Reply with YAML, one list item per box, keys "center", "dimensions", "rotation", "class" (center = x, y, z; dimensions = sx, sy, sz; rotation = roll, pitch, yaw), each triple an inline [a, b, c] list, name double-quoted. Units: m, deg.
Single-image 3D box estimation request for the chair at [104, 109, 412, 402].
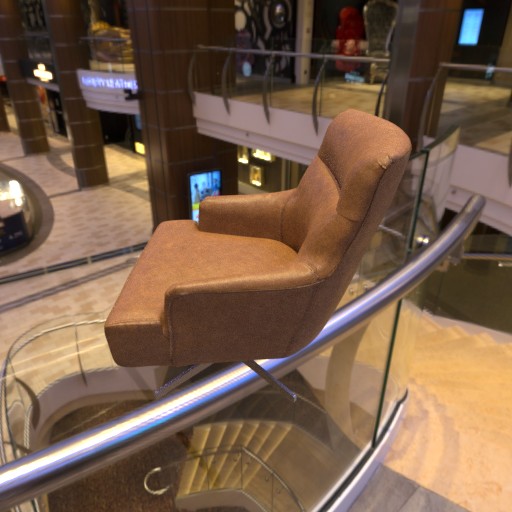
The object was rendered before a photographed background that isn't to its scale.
- center: [0.000, 0.000, 1.510]
  dimensions: [0.874, 0.869, 0.729]
  rotation: [1, 28, 1]
  class: "chair"
